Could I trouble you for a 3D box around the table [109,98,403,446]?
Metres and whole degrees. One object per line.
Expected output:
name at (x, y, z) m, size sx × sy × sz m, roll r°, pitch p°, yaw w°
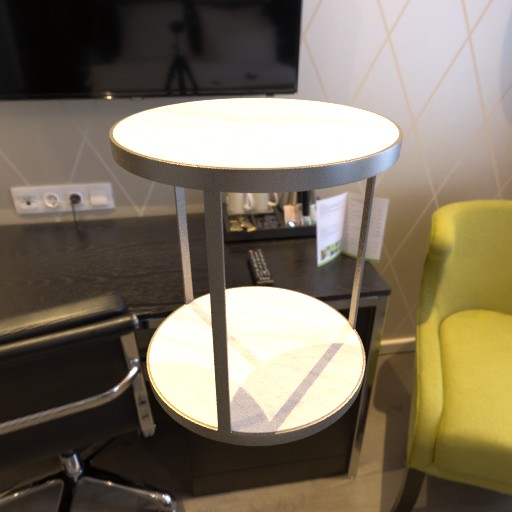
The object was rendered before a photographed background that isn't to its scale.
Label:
table at (0.000, 0.000, 0.815) m, size 0.445 × 0.479 × 0.445 m, roll 0°, pitch 30°, yaw 0°
